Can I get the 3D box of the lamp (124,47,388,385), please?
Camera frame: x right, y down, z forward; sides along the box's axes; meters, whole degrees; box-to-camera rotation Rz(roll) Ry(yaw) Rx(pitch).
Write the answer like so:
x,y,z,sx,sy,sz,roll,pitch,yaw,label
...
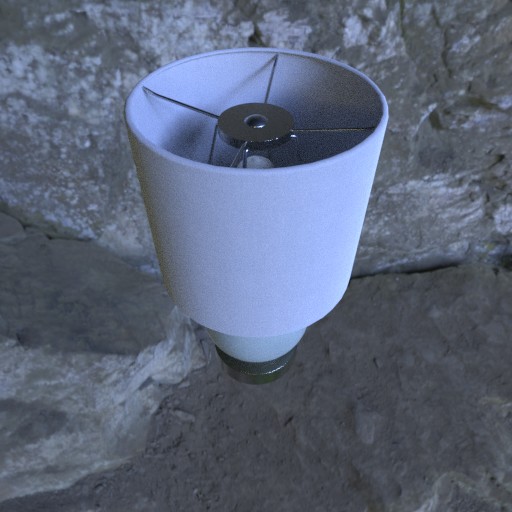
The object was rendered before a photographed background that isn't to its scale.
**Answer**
x,y,z,sx,sy,sz,roll,pitch,yaw,label
0.000,0.000,0.468,0.201,0.353,0.201,-9,47,-9,lamp
